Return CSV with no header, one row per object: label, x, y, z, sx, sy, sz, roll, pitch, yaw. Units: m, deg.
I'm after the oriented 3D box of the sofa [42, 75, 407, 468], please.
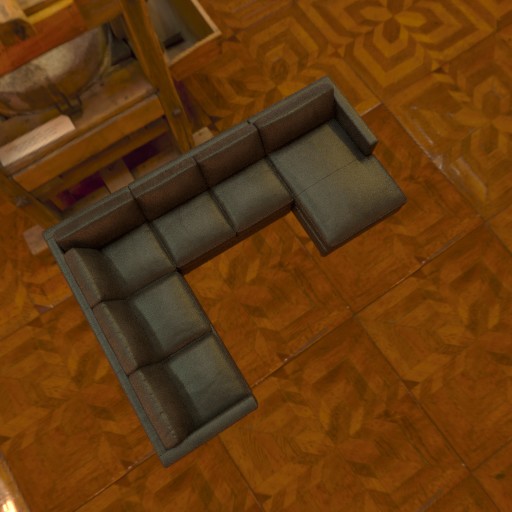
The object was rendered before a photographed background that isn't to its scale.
sofa,0.000,0.000,4.465,3.324,0.891,2.452,-31,77,-8
